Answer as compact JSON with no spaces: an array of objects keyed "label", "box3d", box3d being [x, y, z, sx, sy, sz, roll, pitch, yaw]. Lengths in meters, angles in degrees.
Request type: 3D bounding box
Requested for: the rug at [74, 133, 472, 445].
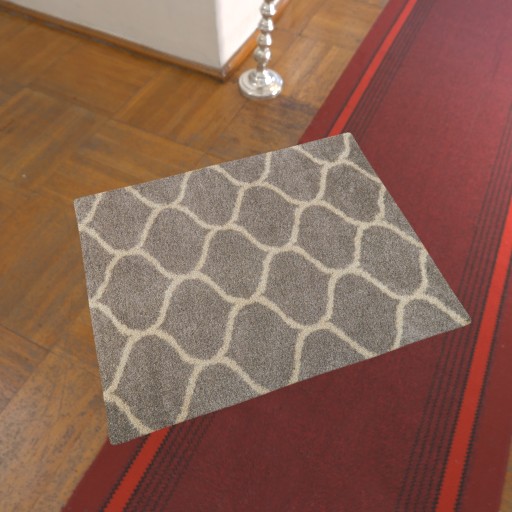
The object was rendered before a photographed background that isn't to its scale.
[{"label":"rug","box3d":[0.000,0.000,4.030,3.000,0.026,2.399,-16,59,-10]}]
